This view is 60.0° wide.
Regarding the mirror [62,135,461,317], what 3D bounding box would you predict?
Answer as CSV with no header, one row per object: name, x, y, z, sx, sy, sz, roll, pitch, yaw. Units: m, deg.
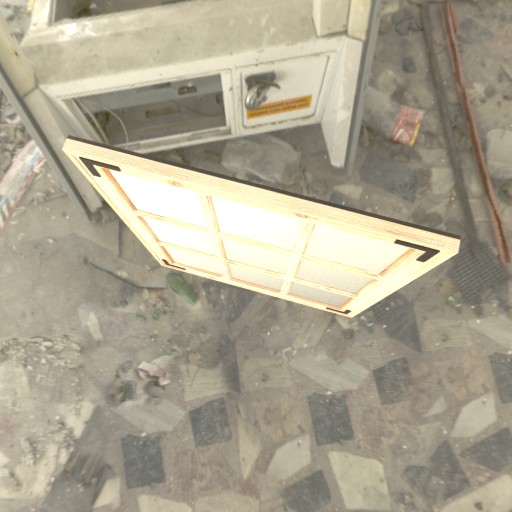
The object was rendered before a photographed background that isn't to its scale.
mirror,0.000,0.000,1.217,0.730,0.882,0.032,15,75,4
